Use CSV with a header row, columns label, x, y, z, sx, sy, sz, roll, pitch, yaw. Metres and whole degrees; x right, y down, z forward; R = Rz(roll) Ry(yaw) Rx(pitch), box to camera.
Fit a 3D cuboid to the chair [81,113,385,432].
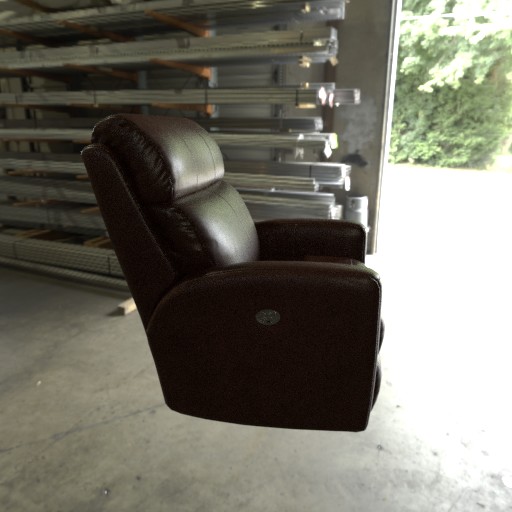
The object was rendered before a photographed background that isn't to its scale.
label,x,y,z,sx,sy,sz,roll,pitch,yaw
chair,0.000,0.000,1.674,0.939,1.016,0.787,3,16,9
